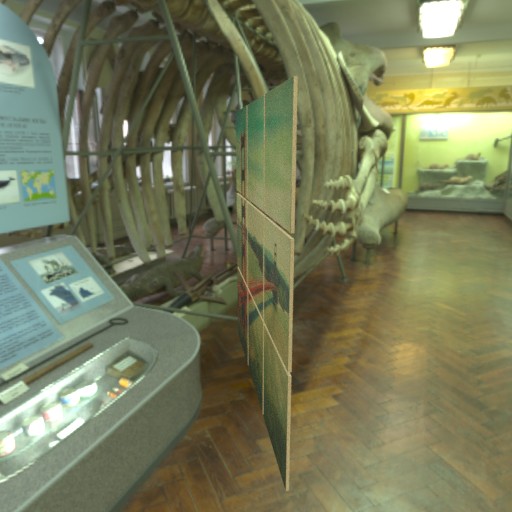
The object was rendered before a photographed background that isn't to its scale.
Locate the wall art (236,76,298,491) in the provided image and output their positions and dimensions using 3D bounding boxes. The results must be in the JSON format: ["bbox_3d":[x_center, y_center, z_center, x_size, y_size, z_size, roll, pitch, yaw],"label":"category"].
[{"bbox_3d":[0.000,0.000,2.266,0.014,1.507,1.519,-2,14,-9],"label":"wall art"}]
